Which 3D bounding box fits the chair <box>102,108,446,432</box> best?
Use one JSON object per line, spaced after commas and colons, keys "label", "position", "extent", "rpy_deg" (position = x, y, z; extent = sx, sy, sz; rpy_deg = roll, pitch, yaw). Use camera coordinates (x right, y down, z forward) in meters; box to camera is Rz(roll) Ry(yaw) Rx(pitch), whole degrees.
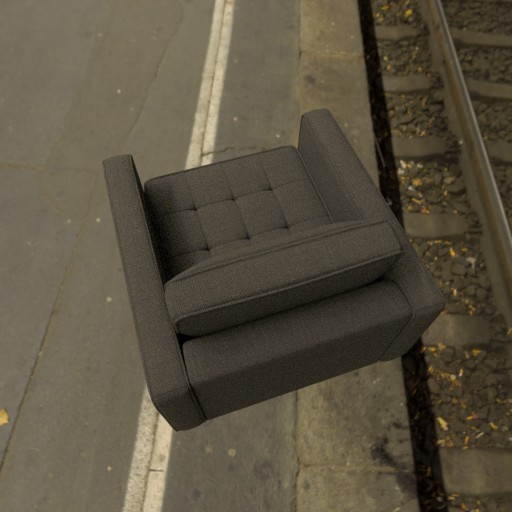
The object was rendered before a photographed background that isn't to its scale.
{"label": "chair", "position": [0.000, 0.000, 1.609], "extent": [0.899, 0.770, 0.919], "rpy_deg": [-16, 60, -10]}
